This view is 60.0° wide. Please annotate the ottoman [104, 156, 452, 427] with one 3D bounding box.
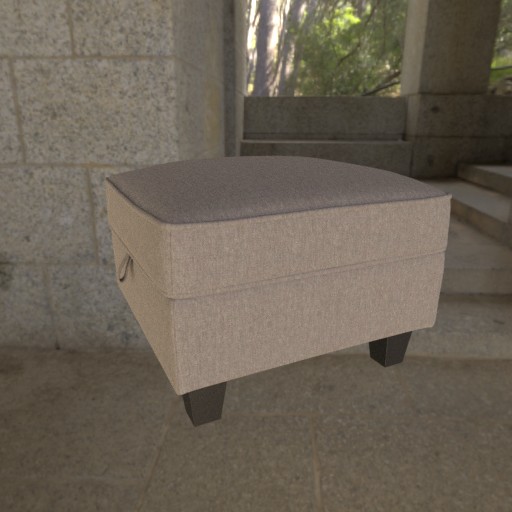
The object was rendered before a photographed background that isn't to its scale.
[{"bbox_3d":[0.000,0.000,1.435,0.871,0.612,0.808,-9,20,-25],"label":"ottoman"}]
